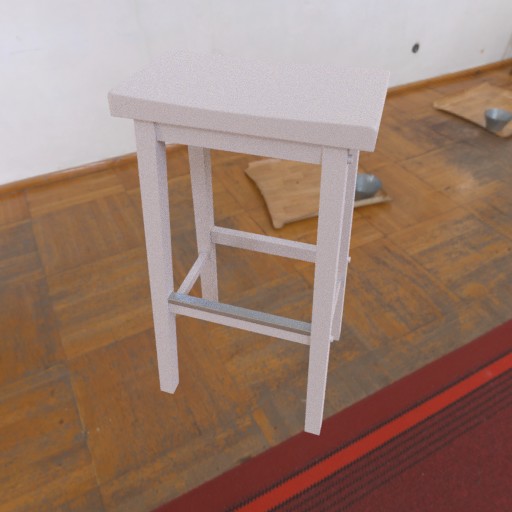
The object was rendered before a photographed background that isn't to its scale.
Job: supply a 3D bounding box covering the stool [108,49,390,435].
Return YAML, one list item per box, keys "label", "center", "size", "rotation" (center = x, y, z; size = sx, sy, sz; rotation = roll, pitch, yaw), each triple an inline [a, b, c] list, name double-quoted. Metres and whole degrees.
- label: "stool"
  center: [0.000, 0.000, 0.951]
  size: [0.406, 0.742, 0.322]
  rotation: [11, 42, 13]
